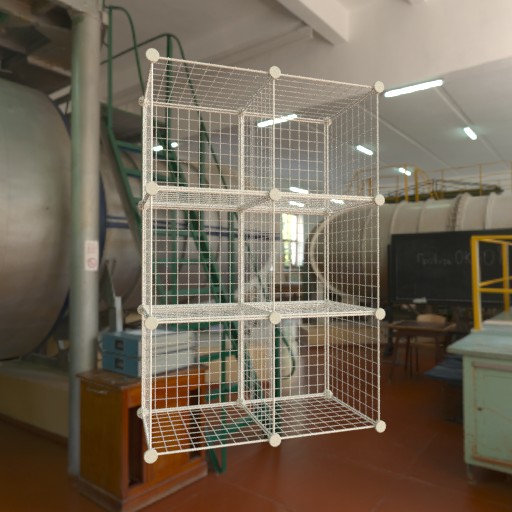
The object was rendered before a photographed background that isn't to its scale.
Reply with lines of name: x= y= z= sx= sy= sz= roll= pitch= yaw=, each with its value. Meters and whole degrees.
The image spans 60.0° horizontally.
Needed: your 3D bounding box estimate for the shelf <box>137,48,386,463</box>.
shelf: x=0.000 y=0.000 z=1.412 sx=0.711 sy=1.067 sz=0.356 roll=0 pitch=-1 yaw=-18
